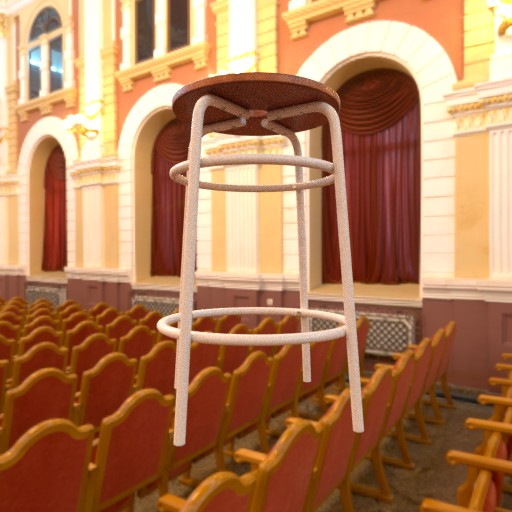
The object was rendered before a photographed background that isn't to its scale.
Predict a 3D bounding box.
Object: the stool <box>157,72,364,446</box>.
[{"bbox_3d":[0.000,0.000,0.899,0.455,0.610,0.455,0,0,35],"label":"stool"}]
